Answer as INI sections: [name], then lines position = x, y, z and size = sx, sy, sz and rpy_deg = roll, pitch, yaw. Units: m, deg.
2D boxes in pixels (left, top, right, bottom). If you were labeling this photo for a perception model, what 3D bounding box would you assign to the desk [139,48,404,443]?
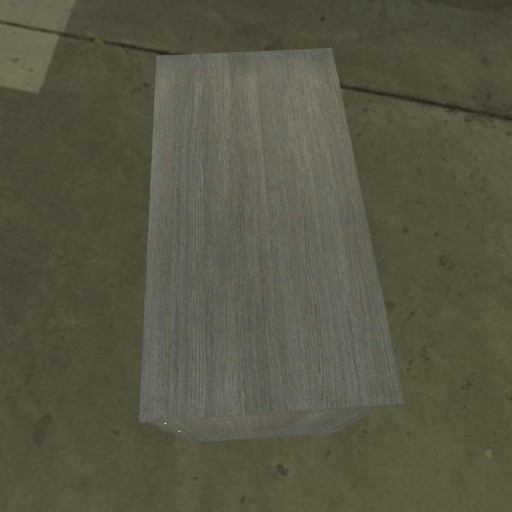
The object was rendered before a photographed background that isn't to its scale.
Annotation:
[desk]
position = 0.000, 0.000, 1.499
size = 0.560, 0.730, 1.096
rpy_deg = -3, 64, -2
